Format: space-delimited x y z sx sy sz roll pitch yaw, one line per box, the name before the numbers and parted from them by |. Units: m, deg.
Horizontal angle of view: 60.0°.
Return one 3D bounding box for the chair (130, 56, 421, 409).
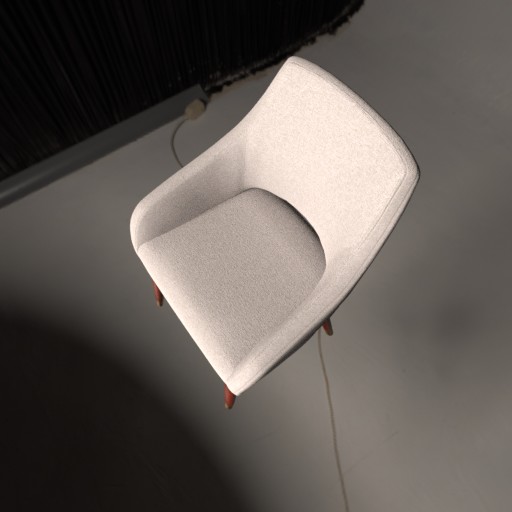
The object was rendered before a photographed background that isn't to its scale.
chair | 0.000 0.000 1.307 0.600 0.889 0.609 -33 68 -15
